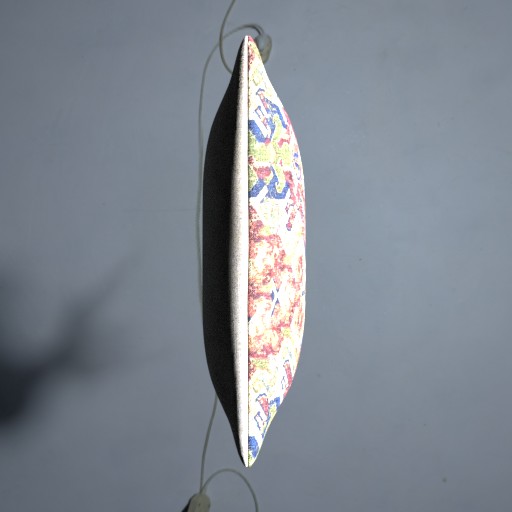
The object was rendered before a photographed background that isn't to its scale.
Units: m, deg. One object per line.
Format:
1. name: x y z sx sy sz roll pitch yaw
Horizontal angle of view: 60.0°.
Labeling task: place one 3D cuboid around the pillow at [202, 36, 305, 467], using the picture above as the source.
1. pillow: 0.000 0.000 0.777 0.166 0.506 0.523 0 90 1
